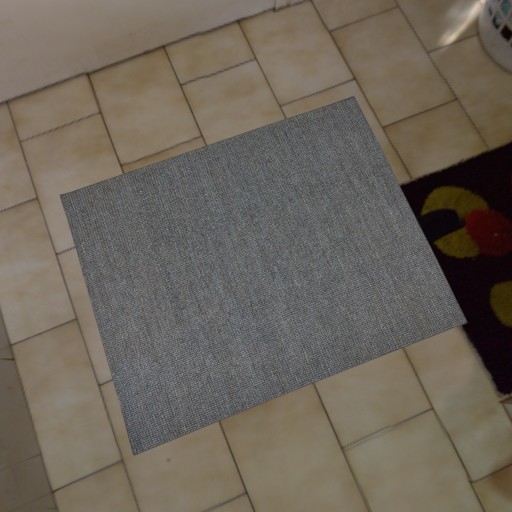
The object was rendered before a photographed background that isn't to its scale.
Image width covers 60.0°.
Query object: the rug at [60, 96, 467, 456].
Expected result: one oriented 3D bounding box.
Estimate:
[{"bbox_3d":[0.000,0.000,4.053,3.068,0.021,2.456,-20,76,-5],"label":"rug"}]
